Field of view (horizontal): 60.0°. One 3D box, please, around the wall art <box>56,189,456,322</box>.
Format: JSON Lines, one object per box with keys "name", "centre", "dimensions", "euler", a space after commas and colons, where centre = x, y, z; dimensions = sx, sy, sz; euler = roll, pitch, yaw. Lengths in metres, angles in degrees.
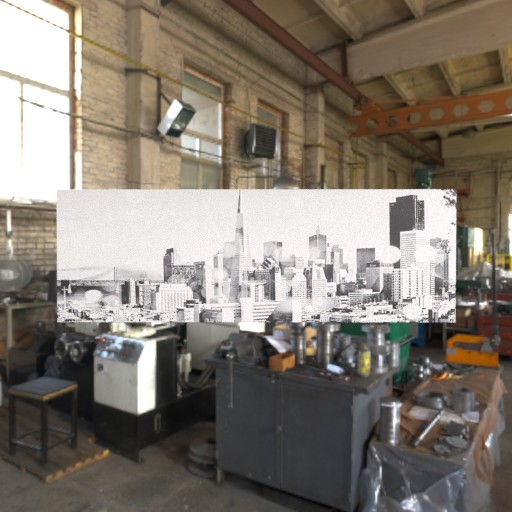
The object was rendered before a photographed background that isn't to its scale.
{"name": "wall art", "centre": [0.000, 0.000, 1.705], "dimensions": [1.520, 0.507, 0.039], "euler": [0, 1, 0]}
